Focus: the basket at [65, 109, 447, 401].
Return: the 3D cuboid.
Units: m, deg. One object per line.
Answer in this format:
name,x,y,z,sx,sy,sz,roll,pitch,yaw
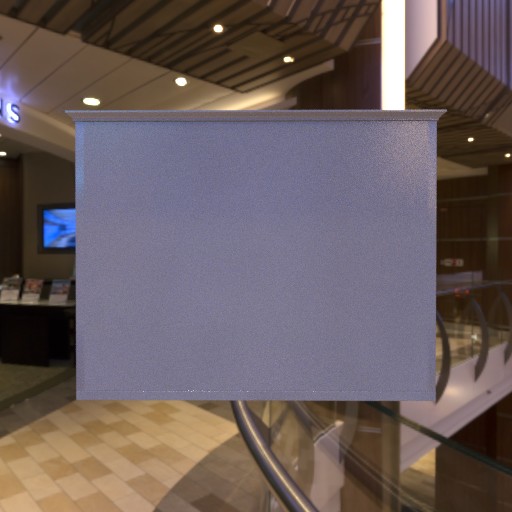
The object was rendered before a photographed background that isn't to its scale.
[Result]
basket,0.000,0.000,1.083,0.780,0.600,0.350,0,1,0
